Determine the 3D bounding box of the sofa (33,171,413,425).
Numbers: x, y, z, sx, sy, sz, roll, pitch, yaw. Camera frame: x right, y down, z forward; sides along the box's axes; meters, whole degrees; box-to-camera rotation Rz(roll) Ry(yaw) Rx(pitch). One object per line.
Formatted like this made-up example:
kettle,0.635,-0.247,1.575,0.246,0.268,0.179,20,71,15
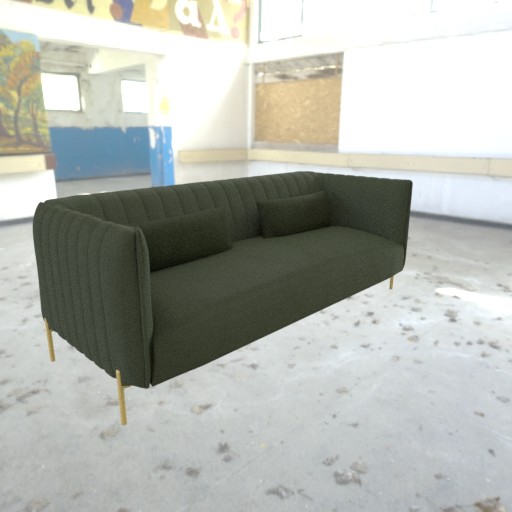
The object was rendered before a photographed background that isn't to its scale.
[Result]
sofa,0.000,0.000,2.535,0.896,0.793,2.137,15,22,42
